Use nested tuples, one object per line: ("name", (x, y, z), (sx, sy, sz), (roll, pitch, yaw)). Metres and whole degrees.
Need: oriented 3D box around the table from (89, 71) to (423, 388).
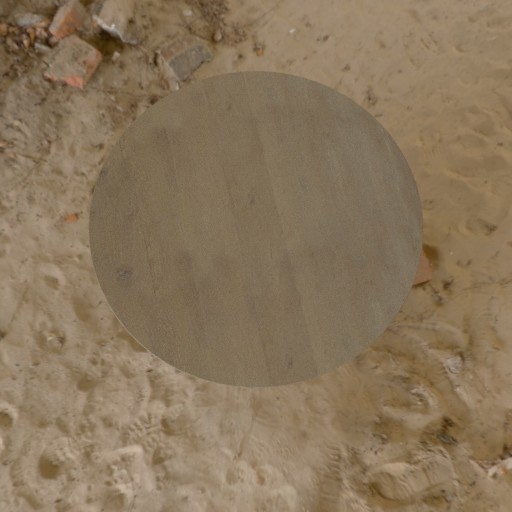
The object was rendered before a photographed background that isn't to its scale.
("table", (0.000, 0.000, 1.439), (0.800, 0.780, 0.800), (0, 75, 0))
